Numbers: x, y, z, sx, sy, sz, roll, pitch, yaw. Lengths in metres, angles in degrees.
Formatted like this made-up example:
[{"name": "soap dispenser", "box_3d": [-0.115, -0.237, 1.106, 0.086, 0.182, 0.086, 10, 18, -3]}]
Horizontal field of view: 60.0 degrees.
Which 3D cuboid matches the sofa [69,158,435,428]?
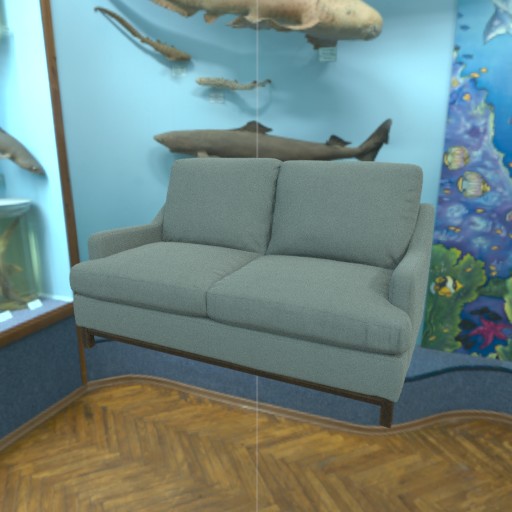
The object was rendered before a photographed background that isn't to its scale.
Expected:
[{"name": "sofa", "box_3d": [0.000, 0.000, 2.213, 1.589, 0.921, 0.987, 7, 17, 24]}]
